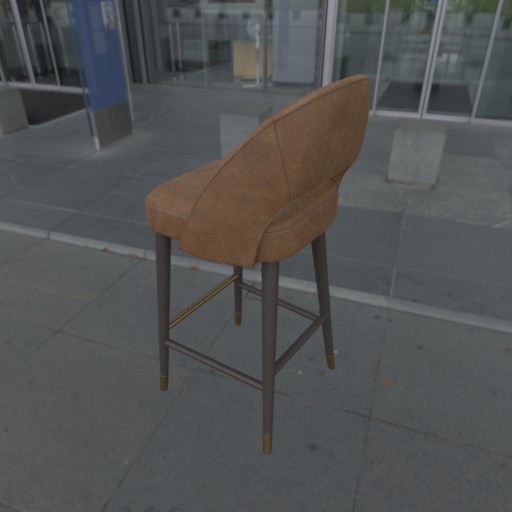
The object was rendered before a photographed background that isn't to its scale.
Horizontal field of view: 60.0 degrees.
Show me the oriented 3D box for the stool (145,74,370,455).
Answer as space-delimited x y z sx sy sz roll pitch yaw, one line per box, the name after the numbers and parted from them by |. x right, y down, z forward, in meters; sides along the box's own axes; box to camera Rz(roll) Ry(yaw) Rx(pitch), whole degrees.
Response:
0.000 0.000 1.313 0.509 1.037 0.494 20 36 29 | stool
